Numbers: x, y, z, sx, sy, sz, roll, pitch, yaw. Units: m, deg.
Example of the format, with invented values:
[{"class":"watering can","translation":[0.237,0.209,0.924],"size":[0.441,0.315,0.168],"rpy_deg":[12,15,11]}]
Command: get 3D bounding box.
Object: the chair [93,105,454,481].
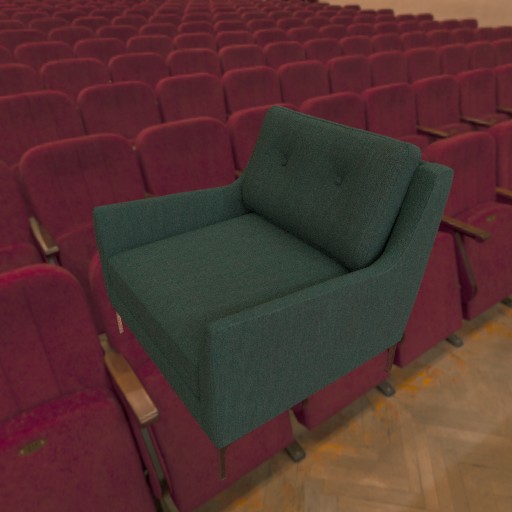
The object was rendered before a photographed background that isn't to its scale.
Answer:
[{"class":"chair","translation":[0.000,0.000,1.528],"size":[0.849,0.828,0.847],"rpy_deg":[-20,36,-30]}]
